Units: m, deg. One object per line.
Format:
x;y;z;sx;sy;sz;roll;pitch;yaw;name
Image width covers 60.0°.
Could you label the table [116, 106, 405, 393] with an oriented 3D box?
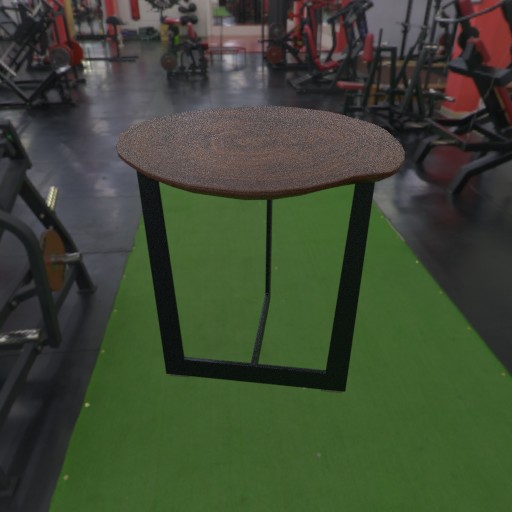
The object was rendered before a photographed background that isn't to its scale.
0.000;0.000;0.884;0.477;0.476;0.494;-1;30;-2;table
